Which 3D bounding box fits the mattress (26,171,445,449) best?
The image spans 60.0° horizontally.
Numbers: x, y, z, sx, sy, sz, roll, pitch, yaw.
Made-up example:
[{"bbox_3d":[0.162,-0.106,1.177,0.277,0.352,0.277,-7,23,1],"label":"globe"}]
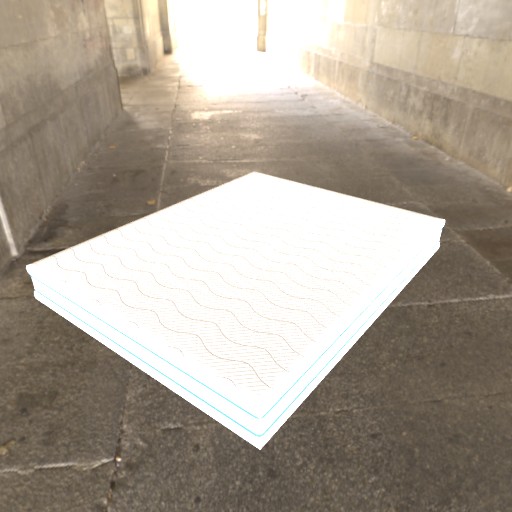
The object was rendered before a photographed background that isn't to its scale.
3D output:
[{"bbox_3d":[0.000,0.000,2.702,1.600,0.230,2.000,21,36,32],"label":"mattress"}]
